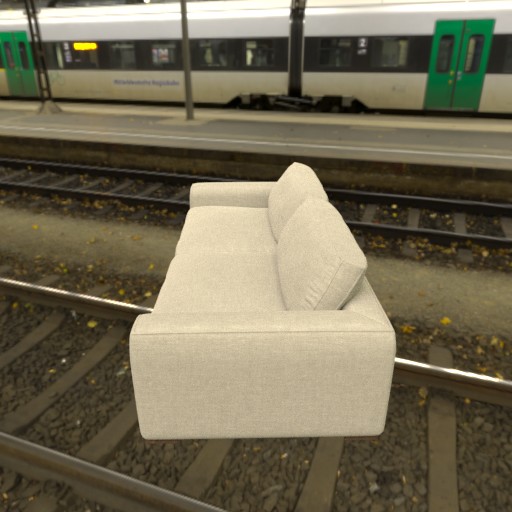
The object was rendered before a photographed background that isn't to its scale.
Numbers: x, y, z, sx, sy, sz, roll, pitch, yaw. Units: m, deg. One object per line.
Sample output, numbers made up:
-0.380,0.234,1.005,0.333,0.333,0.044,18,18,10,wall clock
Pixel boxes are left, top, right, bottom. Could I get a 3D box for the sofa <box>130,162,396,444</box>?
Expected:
0.000,0.000,2.764,1.070,0.801,2.262,-1,24,-1,sofa
